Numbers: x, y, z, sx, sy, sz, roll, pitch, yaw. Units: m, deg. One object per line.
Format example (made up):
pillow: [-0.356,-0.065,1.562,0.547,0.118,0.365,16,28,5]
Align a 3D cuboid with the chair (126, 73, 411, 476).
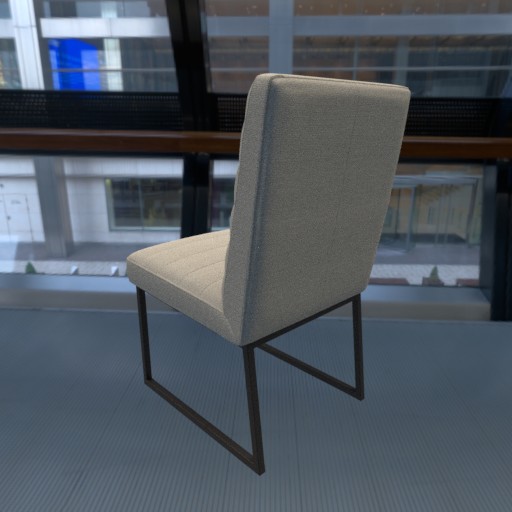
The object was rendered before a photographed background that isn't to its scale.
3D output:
chair: [0.000,0.000,1.290,0.520,0.930,0.634,-16,23,-41]
